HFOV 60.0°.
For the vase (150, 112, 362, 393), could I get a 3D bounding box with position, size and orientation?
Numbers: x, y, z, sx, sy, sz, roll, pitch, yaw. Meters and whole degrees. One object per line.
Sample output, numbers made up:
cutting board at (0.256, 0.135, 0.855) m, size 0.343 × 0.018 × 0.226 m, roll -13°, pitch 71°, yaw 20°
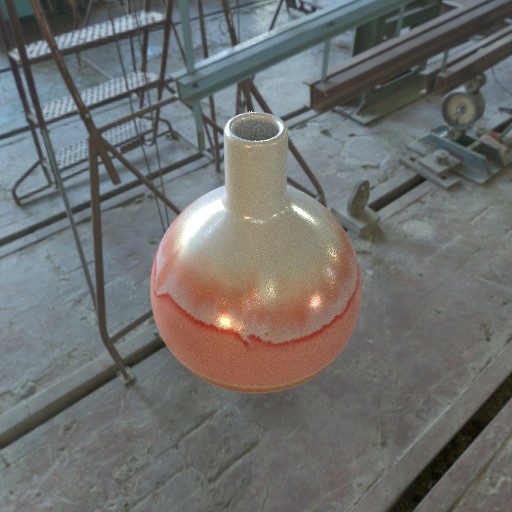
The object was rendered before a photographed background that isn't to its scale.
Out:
vase at (0.000, 0.000, 0.272) m, size 0.137 × 0.176 × 0.137 m, roll 0°, pitch 46°, yaw 0°
